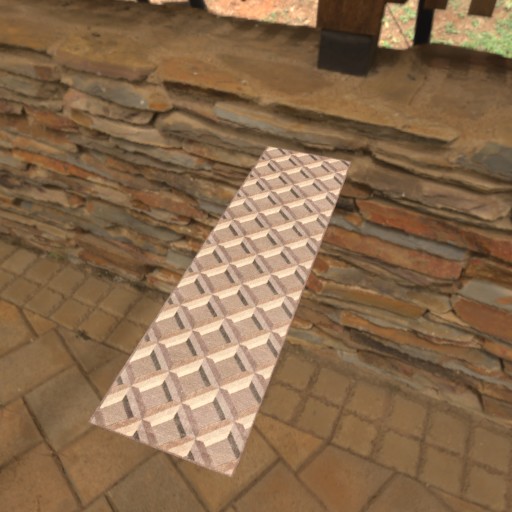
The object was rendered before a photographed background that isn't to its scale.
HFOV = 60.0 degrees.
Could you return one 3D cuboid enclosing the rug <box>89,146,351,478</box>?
[{"bbox_3d":[0.000,0.000,2.667,0.685,0.013,2.437,14,46,14],"label":"rug"}]
